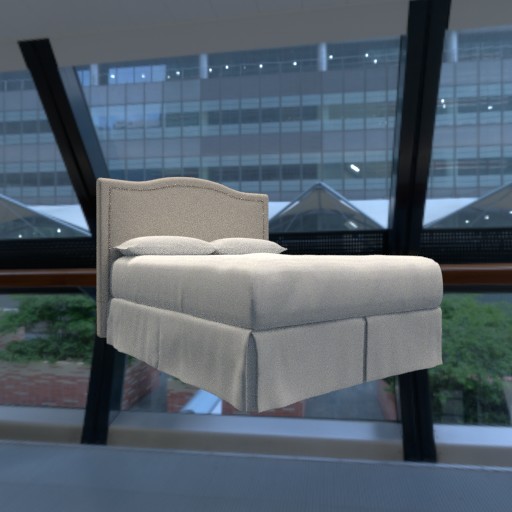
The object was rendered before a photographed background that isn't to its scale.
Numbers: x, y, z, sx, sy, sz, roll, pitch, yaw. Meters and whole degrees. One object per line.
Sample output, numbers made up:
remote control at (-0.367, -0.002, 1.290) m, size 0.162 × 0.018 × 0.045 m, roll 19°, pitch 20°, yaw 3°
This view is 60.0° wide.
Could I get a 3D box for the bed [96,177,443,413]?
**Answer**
bed at (0.000, 0.000, 3.351) m, size 1.753 × 1.460 × 2.143 m, roll 0°, pitch 0°, yaw -36°
